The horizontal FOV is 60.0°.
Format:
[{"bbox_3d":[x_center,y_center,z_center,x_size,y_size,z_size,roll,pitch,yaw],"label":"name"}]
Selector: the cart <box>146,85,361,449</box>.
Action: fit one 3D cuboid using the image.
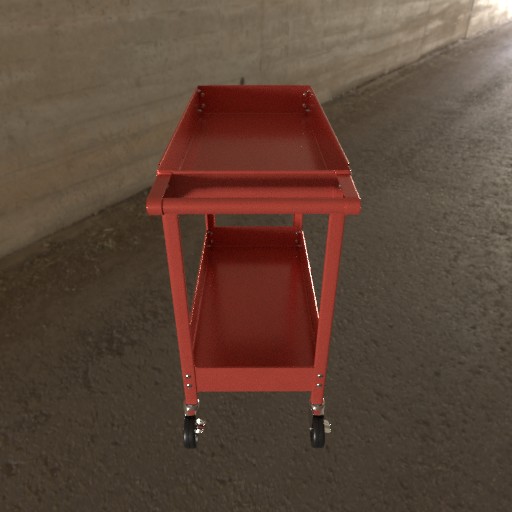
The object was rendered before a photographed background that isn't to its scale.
[{"bbox_3d":[0.000,0.000,1.193,0.366,0.719,0.779,0,33,0],"label":"cart"}]
